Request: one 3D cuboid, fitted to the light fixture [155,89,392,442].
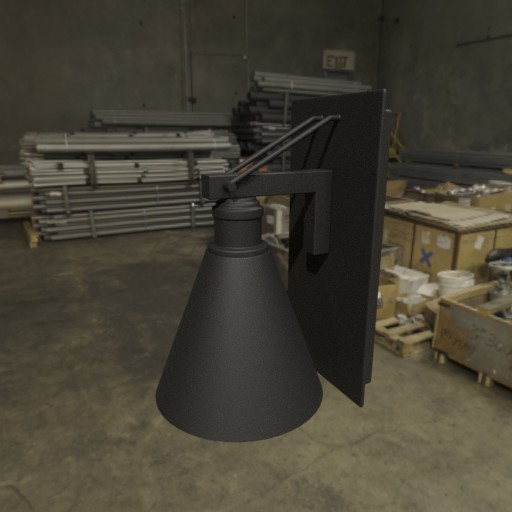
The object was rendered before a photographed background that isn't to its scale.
[{"bbox_3d":[0.000,0.000,0.428,0.207,0.298,0.170,-8,17,-25],"label":"light fixture"}]
